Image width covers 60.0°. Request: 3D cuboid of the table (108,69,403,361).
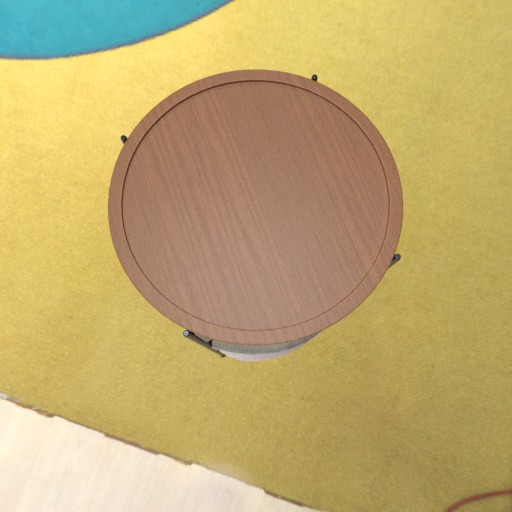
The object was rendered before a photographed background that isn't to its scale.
[{"bbox_3d":[0.000,0.000,0.879,0.393,0.623,0.393,-19,76,-5],"label":"table"}]
